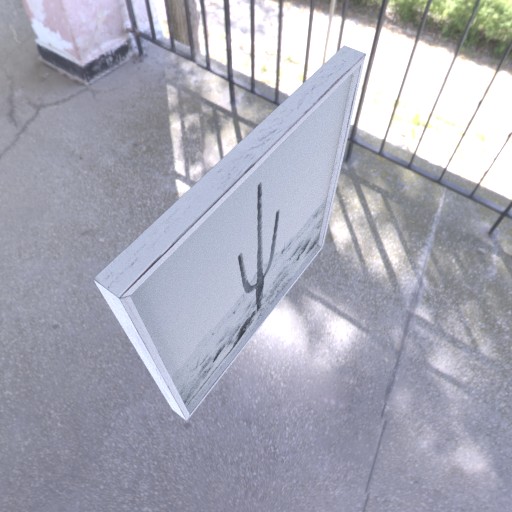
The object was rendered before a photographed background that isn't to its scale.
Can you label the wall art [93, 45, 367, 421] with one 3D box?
[{"bbox_3d":[0.000,0.000,0.766,0.038,0.508,0.508,31,62,19],"label":"wall art"}]
